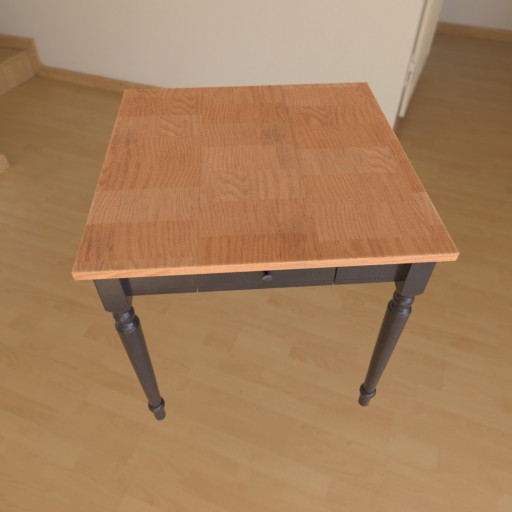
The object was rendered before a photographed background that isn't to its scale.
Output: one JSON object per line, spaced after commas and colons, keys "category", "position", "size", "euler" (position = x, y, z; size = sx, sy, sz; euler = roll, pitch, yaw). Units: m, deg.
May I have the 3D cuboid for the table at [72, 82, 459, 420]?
{"category": "table", "position": [0.000, 0.000, 1.372], "size": [0.747, 0.738, 0.747], "euler": [-3, 46, -3]}
